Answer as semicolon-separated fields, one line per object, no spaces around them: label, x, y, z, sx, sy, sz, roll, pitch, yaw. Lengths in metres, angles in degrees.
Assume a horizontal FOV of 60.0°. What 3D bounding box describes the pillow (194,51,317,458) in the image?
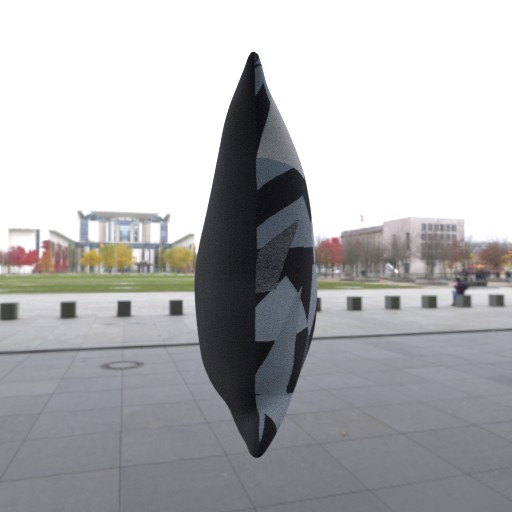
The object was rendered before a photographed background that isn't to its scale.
pillow;0.000;0.000;0.777;0.208;0.496;0.503;0;-2;-1
